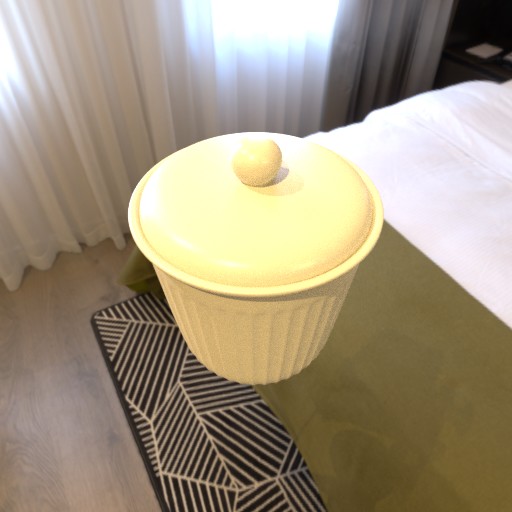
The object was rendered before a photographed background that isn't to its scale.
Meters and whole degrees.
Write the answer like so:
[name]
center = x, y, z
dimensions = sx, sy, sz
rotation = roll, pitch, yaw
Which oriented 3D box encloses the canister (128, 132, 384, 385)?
[canister]
center = 0.000, 0.000, 0.361
dimensions = 0.181, 0.211, 0.181
rotation = 0, 45, 0
